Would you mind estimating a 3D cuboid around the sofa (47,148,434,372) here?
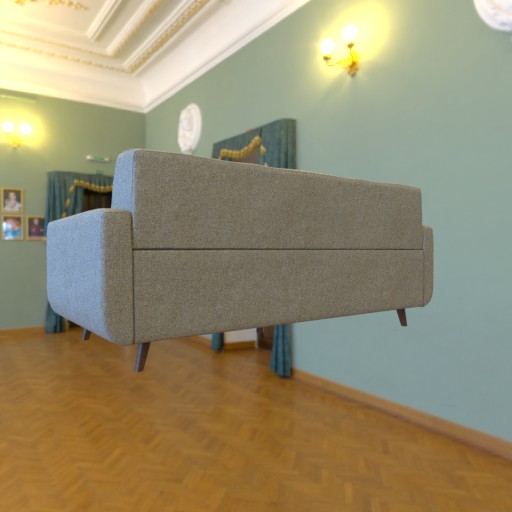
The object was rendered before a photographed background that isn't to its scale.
[{"bbox_3d":[0.000,0.000,2.543,2.055,0.873,0.968,-1,1,-36],"label":"sofa"}]
